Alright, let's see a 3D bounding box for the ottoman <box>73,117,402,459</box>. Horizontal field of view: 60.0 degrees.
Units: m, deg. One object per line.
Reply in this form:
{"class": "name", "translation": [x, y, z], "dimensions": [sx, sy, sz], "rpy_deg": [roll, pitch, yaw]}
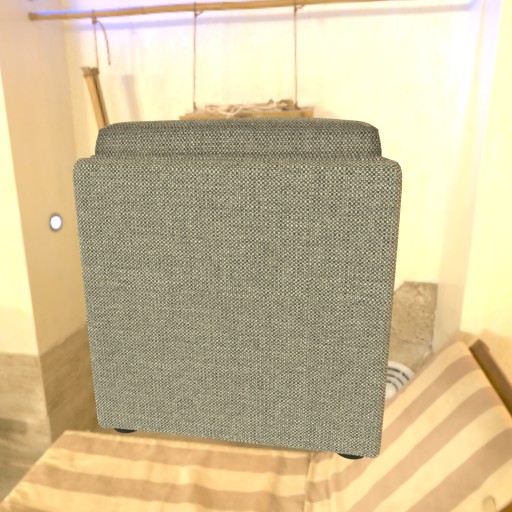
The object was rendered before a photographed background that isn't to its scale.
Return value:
{"class": "ottoman", "translation": [0.000, 0.000, 0.818], "dimensions": [0.436, 0.487, 0.454], "rpy_deg": [2, 15, 9]}
